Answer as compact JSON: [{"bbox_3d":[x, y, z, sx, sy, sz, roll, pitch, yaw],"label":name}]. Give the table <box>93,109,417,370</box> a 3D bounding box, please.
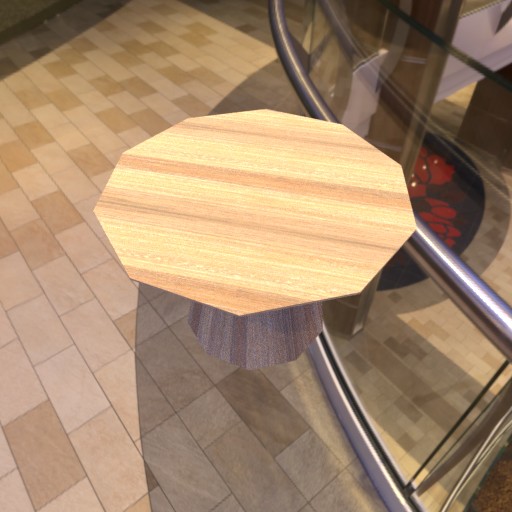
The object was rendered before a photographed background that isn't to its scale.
[{"bbox_3d":[0.000,0.000,1.938,1.186,0.752,1.186,0,46,0],"label":"table"}]
